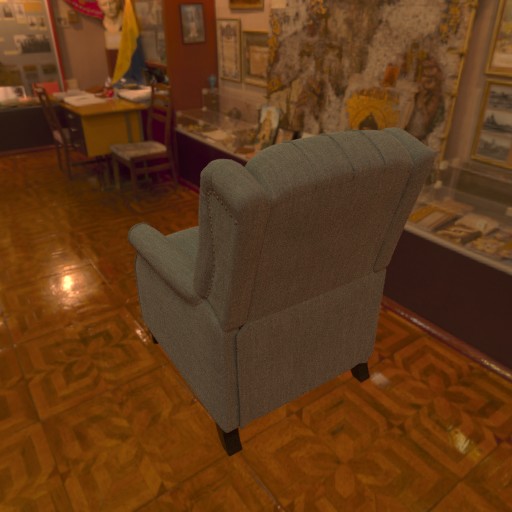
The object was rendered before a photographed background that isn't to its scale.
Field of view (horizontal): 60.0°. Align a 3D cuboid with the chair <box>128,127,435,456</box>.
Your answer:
[{"bbox_3d":[0.000,0.000,1.645,0.742,1.035,0.898,-18,34,-29],"label":"chair"}]
